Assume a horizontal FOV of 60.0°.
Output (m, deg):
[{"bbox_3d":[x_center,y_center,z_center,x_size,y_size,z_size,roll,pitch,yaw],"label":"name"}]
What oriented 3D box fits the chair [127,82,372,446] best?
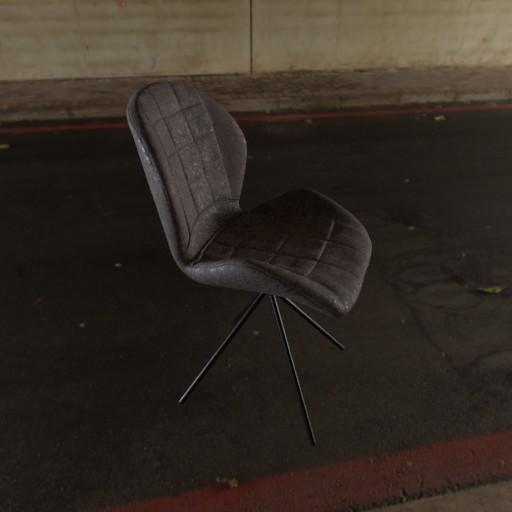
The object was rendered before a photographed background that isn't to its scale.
[{"bbox_3d":[0.000,0.000,1.313,0.640,0.934,0.527,11,32,18],"label":"chair"}]
